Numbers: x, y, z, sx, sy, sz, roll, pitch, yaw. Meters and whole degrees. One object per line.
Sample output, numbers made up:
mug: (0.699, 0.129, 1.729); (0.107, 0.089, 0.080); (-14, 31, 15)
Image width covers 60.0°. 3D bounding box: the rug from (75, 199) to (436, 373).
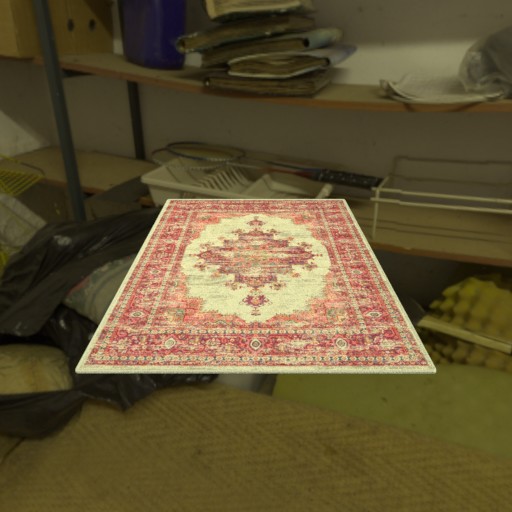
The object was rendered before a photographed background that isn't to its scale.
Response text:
rug: (0.000, 0.000, 2.267); (1.217, 0.011, 1.747); (0, 26, 0)
